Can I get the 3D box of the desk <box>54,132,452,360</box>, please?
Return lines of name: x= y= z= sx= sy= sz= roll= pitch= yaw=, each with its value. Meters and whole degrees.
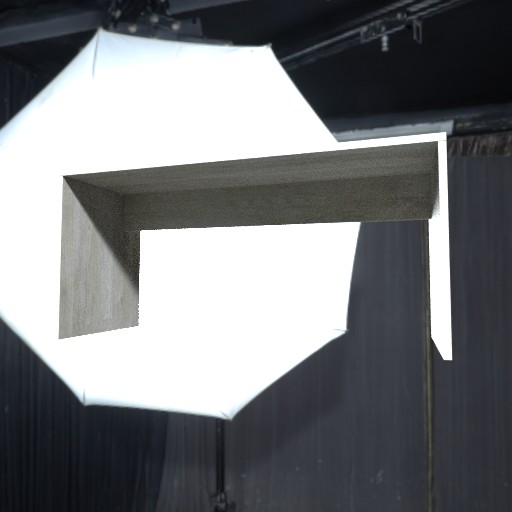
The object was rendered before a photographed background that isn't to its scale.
desk: x=0.000 y=0.000 z=2.087 sx=1.600 sy=0.752 sz=0.802 roll=-1 pitch=-4 yaw=18
